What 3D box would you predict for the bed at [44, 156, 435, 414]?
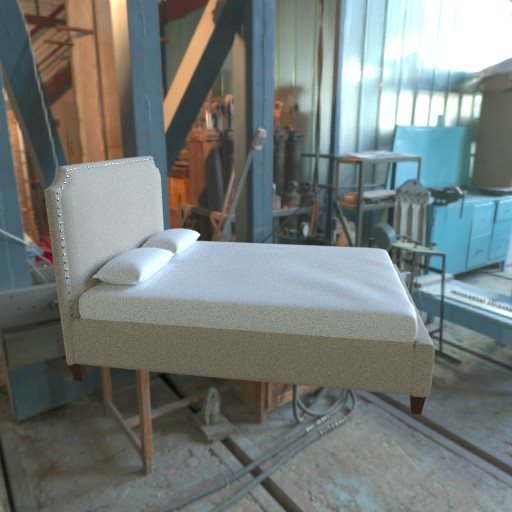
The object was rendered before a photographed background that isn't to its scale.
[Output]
[{"bbox_3d":[0.000,0.000,3.445,2.372,1.443,1.713,3,16,9],"label":"bed"}]
